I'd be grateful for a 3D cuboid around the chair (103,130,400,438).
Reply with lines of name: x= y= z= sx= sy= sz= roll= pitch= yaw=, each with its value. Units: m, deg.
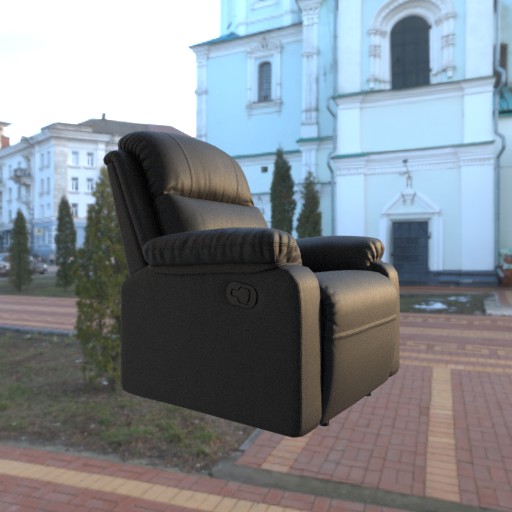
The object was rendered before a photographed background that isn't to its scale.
chair: x=0.000 y=0.000 z=1.658 sx=0.919 sy=0.992 sz=0.855 roll=0 pitch=0 yaw=35
